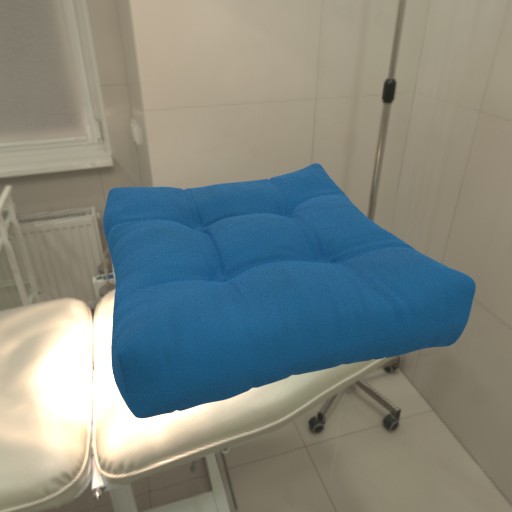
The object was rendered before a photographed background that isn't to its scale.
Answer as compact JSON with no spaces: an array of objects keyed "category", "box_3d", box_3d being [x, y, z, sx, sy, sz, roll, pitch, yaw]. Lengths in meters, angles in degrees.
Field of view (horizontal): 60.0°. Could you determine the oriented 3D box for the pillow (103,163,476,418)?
[{"category":"pillow","box_3d":[0.000,0.000,0.723,0.468,0.128,0.490,-9,32,-15]}]
